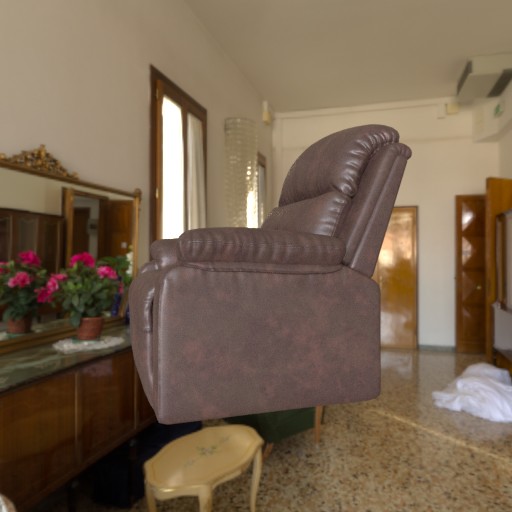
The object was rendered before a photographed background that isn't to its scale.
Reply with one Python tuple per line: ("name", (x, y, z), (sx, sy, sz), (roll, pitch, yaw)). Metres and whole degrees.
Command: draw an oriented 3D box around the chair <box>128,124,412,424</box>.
("chair", (0.000, 0.000, 1.692), (0.919, 0.992, 0.855), (0, 0, -19))
